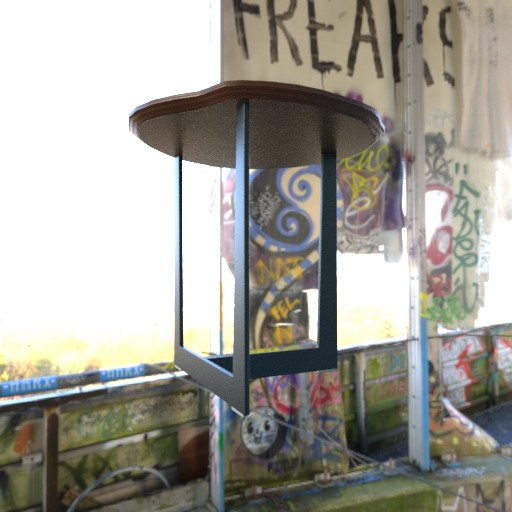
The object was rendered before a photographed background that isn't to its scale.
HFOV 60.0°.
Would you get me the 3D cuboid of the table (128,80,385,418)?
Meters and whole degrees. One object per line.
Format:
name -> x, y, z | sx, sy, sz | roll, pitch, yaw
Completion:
table -> 0.000, 0.000, 0.862 | 0.494, 0.476, 0.477 | 1, -2, -36
